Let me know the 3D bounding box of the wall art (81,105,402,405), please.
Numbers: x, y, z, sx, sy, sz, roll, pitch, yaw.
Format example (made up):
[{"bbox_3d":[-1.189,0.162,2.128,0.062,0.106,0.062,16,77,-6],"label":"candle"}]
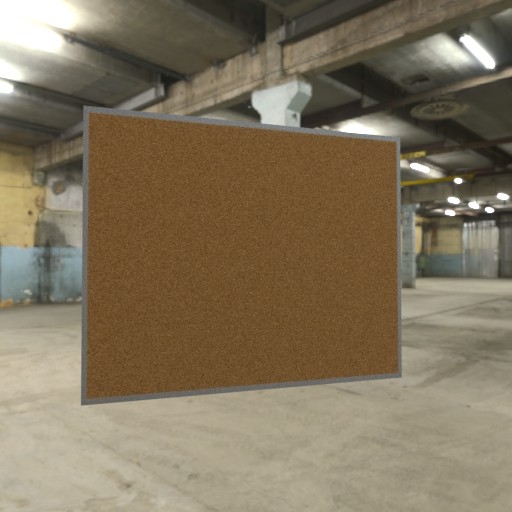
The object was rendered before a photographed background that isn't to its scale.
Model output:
[{"bbox_3d":[0.000,0.000,0.765,0.557,0.450,0.037,0,-1,-17],"label":"wall art"}]
